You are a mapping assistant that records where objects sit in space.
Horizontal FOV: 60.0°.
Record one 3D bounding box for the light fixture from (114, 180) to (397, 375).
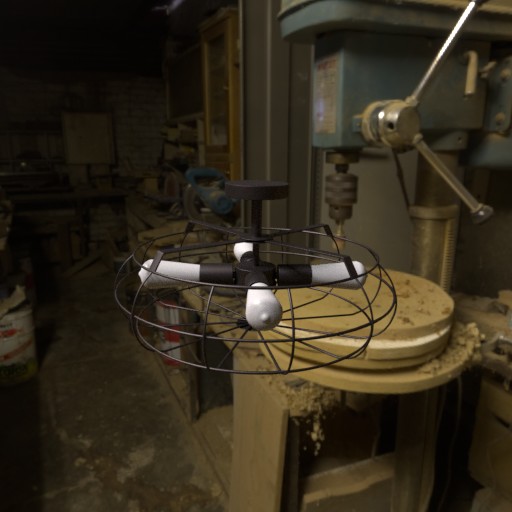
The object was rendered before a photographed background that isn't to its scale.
[{"bbox_3d":[0.000,0.000,0.943,0.582,0.311,0.582,0,15,0],"label":"light fixture"}]
